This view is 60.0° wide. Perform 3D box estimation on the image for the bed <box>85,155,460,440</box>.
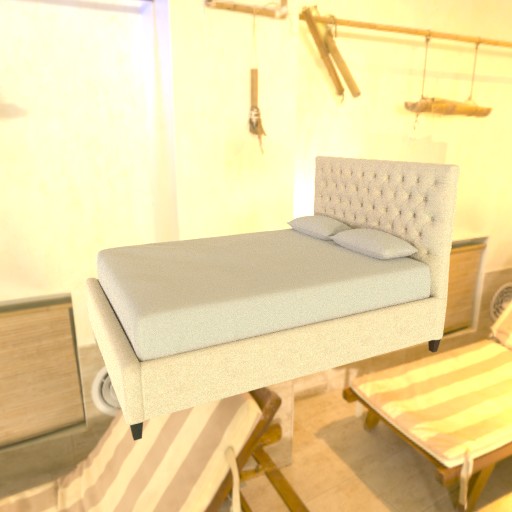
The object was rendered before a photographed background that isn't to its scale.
[{"bbox_3d":[0.000,0.000,3.451,2.387,1.427,1.698,-8,17,-26],"label":"bed"}]
